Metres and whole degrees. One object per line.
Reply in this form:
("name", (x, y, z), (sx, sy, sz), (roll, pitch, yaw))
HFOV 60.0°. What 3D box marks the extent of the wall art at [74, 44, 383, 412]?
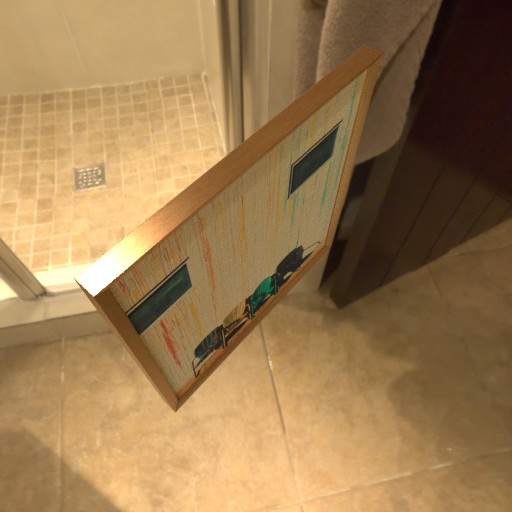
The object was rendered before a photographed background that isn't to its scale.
("wall art", (0.000, 0.000, 0.444), (0.019, 0.302, 0.302), (37, 65, 20))
